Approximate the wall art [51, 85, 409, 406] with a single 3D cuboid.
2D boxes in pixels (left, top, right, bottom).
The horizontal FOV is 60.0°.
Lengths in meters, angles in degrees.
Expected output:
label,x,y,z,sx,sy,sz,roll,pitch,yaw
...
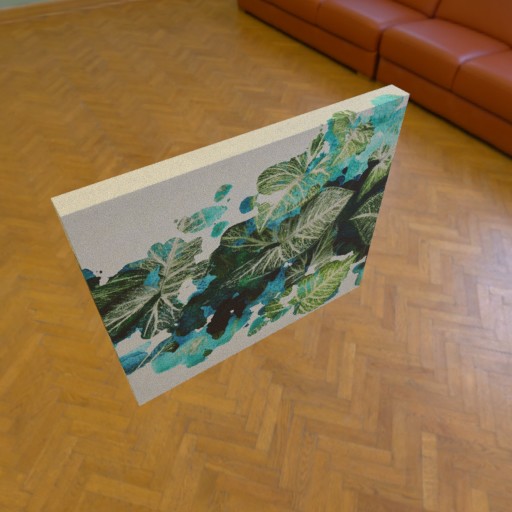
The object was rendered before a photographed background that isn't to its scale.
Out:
label,x,y,z,sx,sy,sz,roll,pitch,yaw
wall art,0.000,0.000,0.721,0.507,0.435,0.041,-25,51,-22
